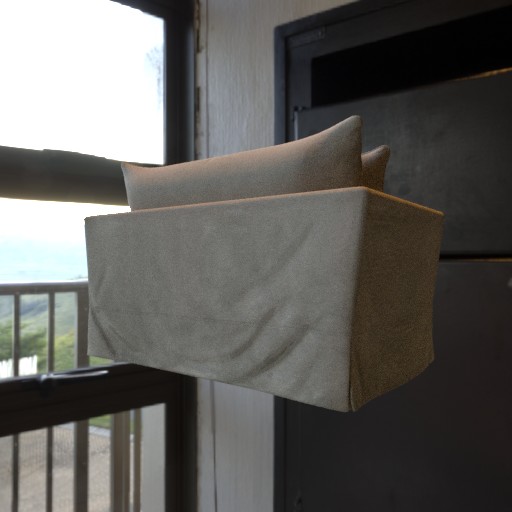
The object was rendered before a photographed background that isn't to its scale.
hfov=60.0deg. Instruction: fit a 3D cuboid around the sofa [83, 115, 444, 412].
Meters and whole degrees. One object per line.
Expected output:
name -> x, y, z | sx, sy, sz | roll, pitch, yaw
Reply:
sofa -> 0.000, 0.000, 2.279 | 1.608, 1.040, 1.035 | 0, -1, 37
